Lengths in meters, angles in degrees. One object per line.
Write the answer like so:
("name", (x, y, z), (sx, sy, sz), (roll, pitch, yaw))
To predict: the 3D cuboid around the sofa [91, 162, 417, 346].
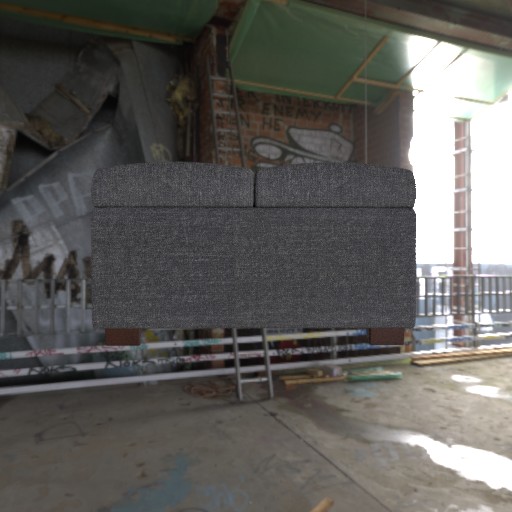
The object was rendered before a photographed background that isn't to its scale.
("sofa", (0.000, 0.000, 1.585), (0.782, 0.417, 1.198), (0, -1, -1))
